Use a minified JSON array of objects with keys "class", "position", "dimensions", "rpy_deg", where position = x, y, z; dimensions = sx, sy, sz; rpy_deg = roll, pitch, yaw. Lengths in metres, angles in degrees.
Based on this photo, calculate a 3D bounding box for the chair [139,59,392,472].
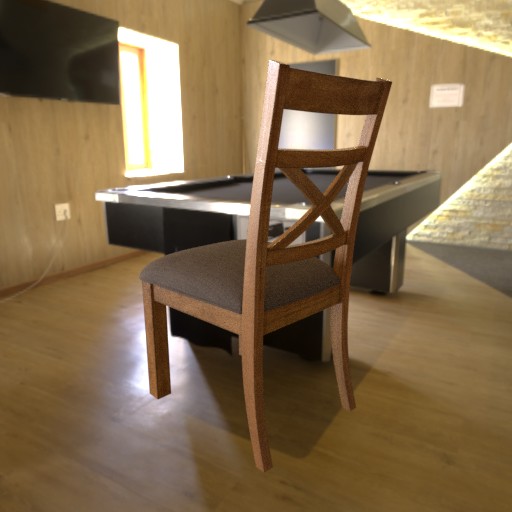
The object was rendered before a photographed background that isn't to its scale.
[{"class":"chair","position":[0.000,0.000,1.279],"dimensions":[0.470,0.949,0.581],"rpy_deg":[-14,20,-42]}]
